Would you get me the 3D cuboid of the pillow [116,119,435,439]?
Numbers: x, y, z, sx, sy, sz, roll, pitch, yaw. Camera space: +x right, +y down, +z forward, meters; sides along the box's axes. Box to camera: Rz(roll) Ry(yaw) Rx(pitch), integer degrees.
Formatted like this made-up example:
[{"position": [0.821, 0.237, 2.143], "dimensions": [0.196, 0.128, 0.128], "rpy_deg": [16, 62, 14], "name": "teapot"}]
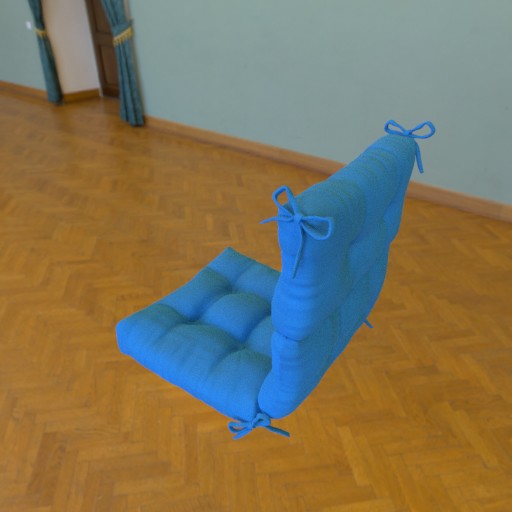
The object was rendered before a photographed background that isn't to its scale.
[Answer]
[{"position": [0.000, 0.000, 1.027], "dimensions": [0.571, 0.605, 0.519], "rpy_deg": [21, 38, 29], "name": "pillow"}]
